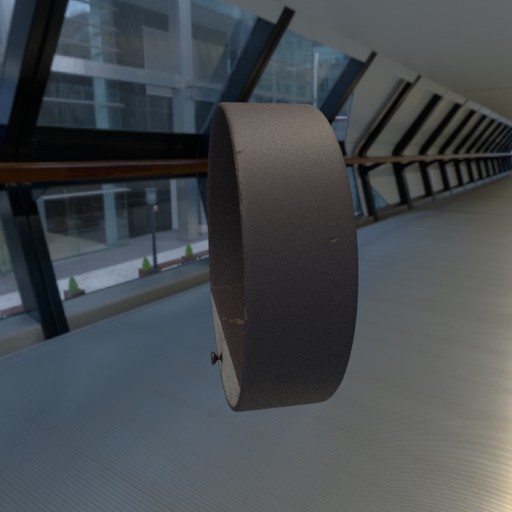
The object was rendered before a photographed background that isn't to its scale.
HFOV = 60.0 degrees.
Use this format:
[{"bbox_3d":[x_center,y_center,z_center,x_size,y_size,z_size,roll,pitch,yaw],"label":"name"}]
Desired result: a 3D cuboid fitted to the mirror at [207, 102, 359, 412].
[{"bbox_3d":[0.000,0.000,0.591,0.126,0.386,0.386,-3,14,-11],"label":"mirror"}]
